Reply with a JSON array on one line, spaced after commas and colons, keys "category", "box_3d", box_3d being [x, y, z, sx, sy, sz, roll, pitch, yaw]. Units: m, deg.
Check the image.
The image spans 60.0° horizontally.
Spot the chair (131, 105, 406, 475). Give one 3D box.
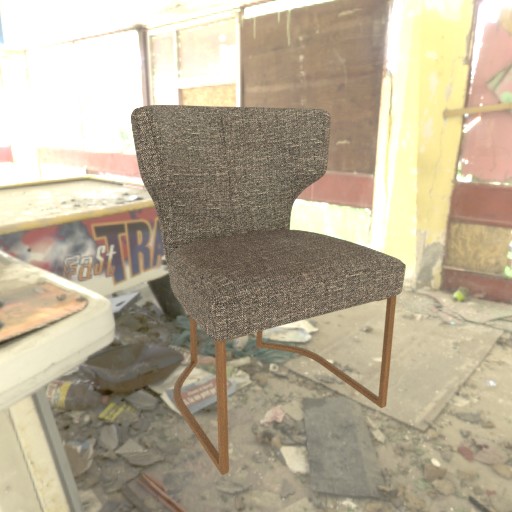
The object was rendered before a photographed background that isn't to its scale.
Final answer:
[{"category": "chair", "box_3d": [0.000, 0.000, 1.263, 0.611, 0.824, 0.617, -9, 19, -29]}]
